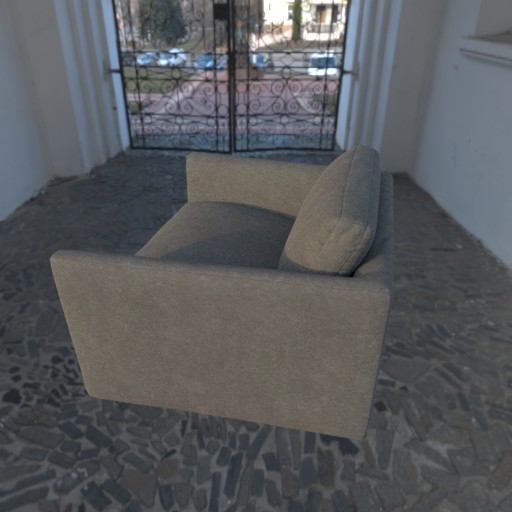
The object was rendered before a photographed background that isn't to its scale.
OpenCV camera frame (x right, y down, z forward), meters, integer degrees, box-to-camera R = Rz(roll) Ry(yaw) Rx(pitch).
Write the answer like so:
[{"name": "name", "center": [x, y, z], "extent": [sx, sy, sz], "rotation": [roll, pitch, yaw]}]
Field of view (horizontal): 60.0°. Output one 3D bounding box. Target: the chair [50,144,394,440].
[{"name": "chair", "center": [0.000, 0.000, 1.893], "extent": [1.091, 0.845, 1.190], "rotation": [8, 31, 13]}]
